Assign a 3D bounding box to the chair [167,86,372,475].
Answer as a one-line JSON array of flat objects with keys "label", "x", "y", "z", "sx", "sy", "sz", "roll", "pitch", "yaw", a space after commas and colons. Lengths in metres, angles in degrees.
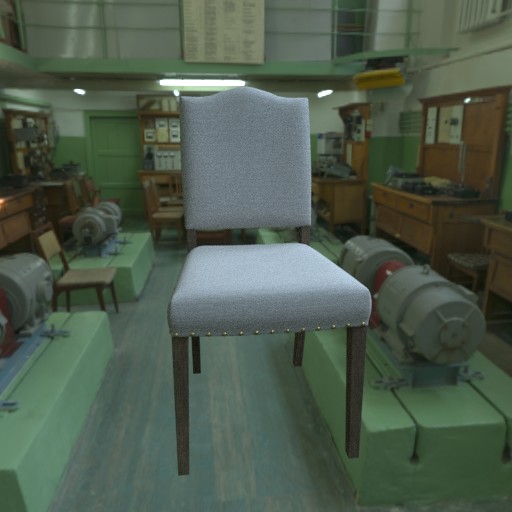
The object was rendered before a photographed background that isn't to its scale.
[{"label": "chair", "x": 0.000, "y": 0.000, "z": 1.349, "sx": 0.508, "sy": 1.020, "sz": 0.620, "roll": -2, "pitch": 16, "yaw": -8}]
